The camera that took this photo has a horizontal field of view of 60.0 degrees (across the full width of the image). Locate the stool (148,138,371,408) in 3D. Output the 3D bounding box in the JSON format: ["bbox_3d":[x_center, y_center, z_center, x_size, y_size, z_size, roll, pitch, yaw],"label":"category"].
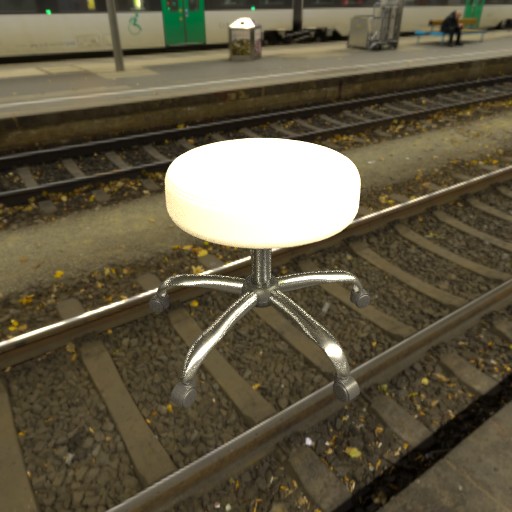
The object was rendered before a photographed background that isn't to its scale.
[{"bbox_3d":[0.000,0.000,1.066,0.634,0.482,0.614,19,35,29],"label":"stool"}]
